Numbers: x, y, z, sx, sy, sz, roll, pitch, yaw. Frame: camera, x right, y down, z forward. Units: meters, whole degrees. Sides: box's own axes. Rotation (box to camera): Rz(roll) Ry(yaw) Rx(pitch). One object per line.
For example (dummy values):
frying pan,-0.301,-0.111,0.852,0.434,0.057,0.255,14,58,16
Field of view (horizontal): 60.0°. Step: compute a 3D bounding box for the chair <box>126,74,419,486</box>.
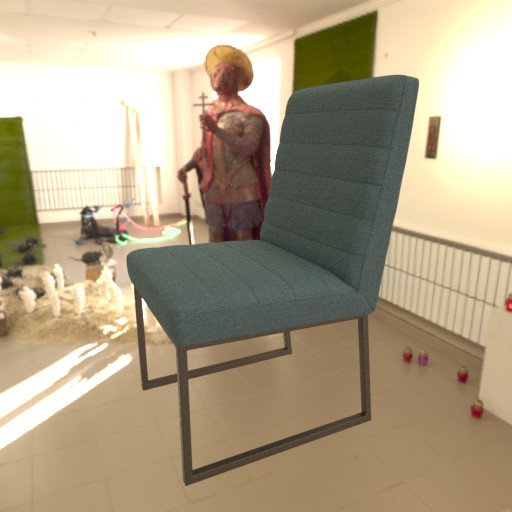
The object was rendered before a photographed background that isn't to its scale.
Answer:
chair,0.000,0.000,1.238,0.634,0.930,0.520,-8,17,-25
